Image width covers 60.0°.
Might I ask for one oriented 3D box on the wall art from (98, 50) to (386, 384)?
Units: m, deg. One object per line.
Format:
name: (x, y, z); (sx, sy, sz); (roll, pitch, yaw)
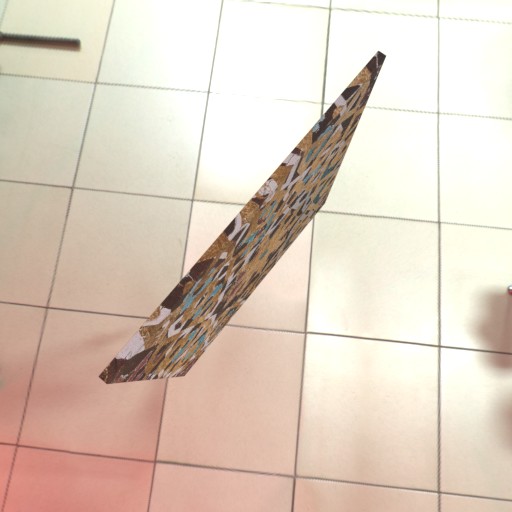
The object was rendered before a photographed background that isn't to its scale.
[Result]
wall art: (0.000, 0.000, 0.600); (0.010, 0.406, 0.404); (38, 79, 9)
